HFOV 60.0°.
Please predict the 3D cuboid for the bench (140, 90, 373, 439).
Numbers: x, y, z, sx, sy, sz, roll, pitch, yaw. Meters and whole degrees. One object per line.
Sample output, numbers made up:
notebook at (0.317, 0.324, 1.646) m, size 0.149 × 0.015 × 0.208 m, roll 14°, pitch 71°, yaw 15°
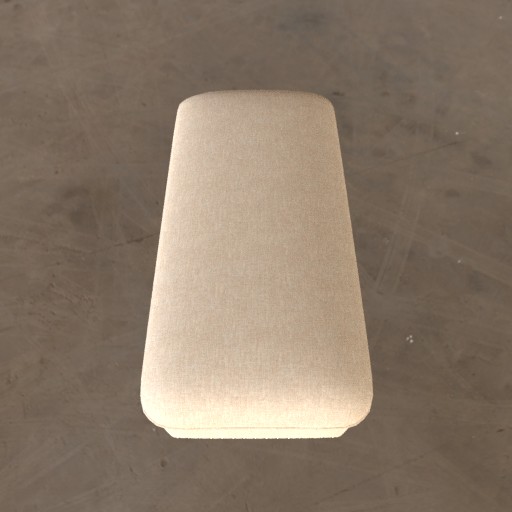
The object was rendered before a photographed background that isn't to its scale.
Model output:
bench at (0.000, 0.000, 1.262) m, size 0.483 × 0.483 × 0.991 m, roll 0°, pitch 58°, yaw 0°
